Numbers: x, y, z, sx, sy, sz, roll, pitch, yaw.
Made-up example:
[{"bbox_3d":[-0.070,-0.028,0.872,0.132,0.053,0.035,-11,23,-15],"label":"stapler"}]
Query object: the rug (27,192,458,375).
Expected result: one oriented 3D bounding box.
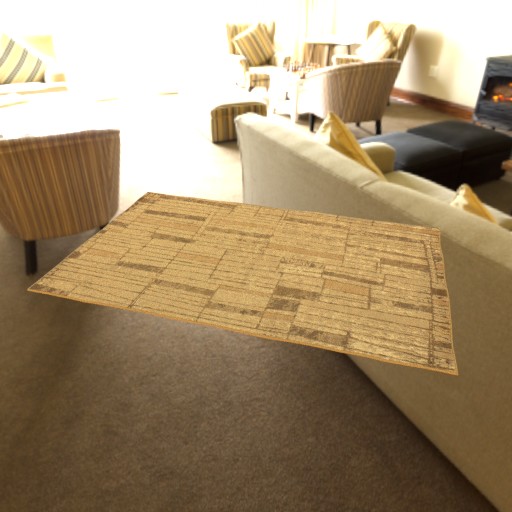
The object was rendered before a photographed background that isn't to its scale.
[{"bbox_3d":[0.000,0.000,3.009,2.444,0.023,1.531,9,33,14],"label":"rug"}]
